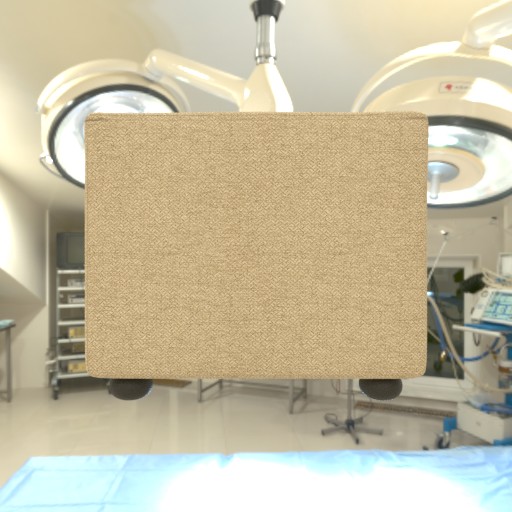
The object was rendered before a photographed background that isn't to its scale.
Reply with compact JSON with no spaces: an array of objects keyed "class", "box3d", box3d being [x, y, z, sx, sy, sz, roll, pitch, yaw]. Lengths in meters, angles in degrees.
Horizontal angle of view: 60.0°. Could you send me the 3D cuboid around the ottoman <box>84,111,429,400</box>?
[{"class":"ottoman","box3d":[0.000,0.000,0.870,0.508,0.432,0.508,0,0,0]}]
